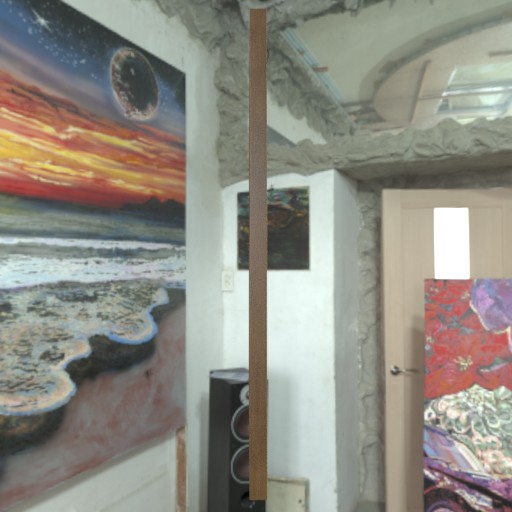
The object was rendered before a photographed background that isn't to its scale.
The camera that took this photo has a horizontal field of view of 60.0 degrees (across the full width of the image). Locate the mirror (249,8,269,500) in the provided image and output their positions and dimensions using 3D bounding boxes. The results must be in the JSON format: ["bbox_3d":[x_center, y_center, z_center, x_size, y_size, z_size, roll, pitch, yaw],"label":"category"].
[{"bbox_3d":[0.000,0.000,1.296,0.040,1.016,0.762,0,-2,-1],"label":"mirror"}]
